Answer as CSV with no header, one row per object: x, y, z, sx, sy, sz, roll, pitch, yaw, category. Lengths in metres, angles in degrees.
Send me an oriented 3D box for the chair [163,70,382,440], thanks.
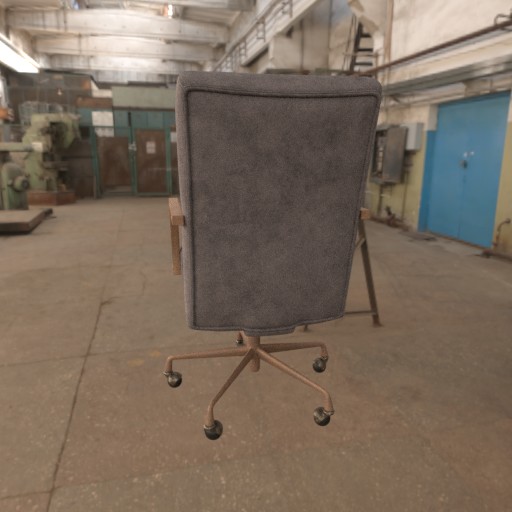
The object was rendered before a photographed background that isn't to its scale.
0.000,0.000,1.454,0.640,1.029,0.741,-3,14,-11,chair
